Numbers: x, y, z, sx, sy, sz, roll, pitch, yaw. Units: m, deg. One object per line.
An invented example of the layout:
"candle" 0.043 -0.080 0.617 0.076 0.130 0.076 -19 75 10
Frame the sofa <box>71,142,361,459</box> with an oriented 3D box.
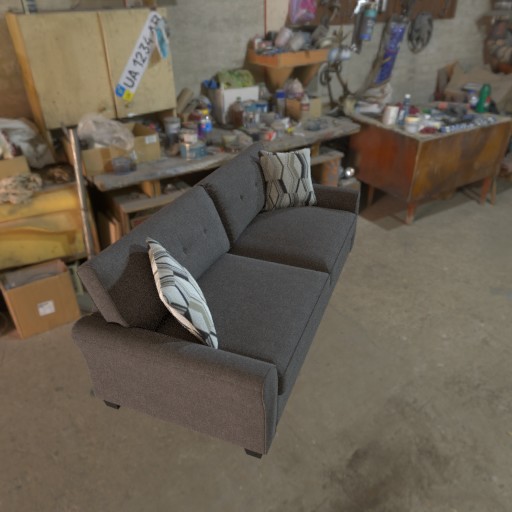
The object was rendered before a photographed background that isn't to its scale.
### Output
"sofa" 0.000 0.000 2.569 0.889 0.813 2.032 11 32 18
